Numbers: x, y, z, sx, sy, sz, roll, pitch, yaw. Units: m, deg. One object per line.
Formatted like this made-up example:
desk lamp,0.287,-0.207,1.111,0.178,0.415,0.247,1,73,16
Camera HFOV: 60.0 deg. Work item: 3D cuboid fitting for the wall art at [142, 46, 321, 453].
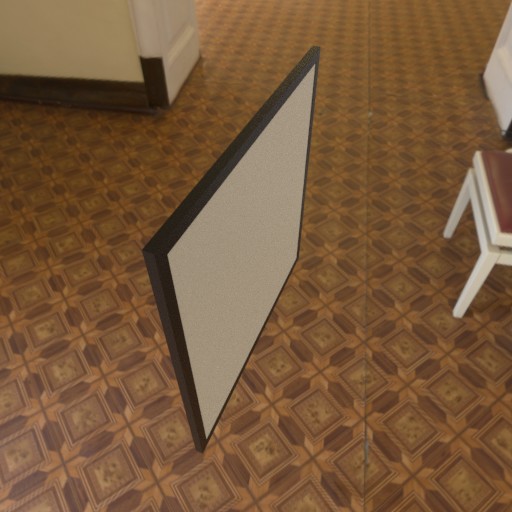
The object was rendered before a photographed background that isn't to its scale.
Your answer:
wall art,0.000,0.000,1.196,0.022,0.807,0.807,17,49,16
